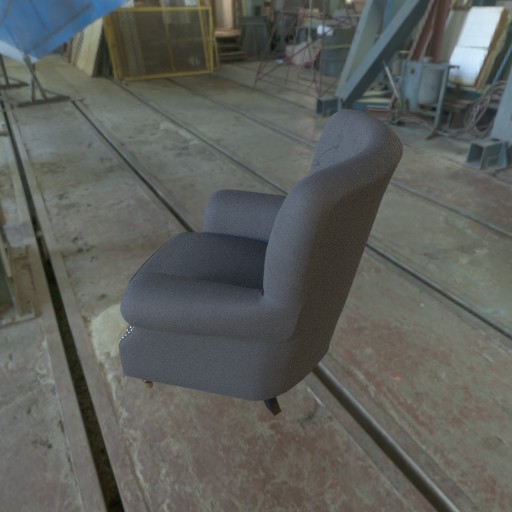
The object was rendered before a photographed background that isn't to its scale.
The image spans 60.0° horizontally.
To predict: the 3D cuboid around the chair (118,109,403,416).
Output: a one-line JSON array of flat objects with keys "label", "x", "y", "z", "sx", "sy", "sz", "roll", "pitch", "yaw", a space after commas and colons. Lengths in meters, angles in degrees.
[{"label": "chair", "x": 0.000, "y": 0.000, "z": 1.788, "sx": 0.983, "sy": 1.046, "sz": 0.983, "roll": 8, "pitch": 32, "yaw": 13}]
